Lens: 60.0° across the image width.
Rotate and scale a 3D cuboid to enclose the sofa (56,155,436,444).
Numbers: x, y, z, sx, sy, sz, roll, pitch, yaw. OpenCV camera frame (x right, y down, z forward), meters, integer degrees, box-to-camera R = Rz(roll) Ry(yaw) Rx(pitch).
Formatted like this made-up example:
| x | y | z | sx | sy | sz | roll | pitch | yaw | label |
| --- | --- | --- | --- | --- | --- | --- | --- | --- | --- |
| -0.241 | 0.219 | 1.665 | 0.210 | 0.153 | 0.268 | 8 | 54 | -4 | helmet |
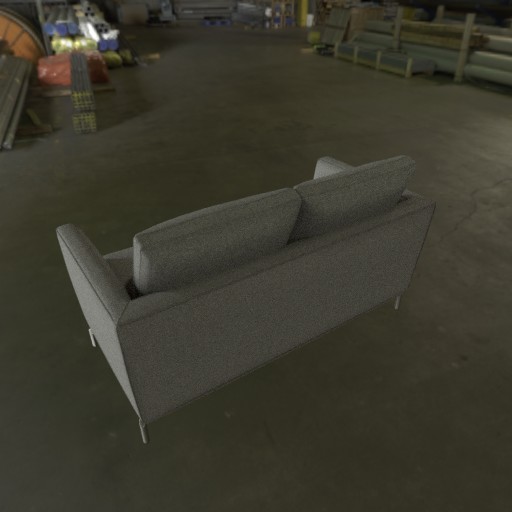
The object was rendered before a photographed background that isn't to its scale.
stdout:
| x | y | z | sx | sy | sz | roll | pitch | yaw | label |
| --- | --- | --- | --- | --- | --- | --- | --- | --- | --- |
| 0.000 | 0.000 | 2.154 | 1.594 | 0.924 | 0.803 | -20 | 38 | -28 | sofa |
